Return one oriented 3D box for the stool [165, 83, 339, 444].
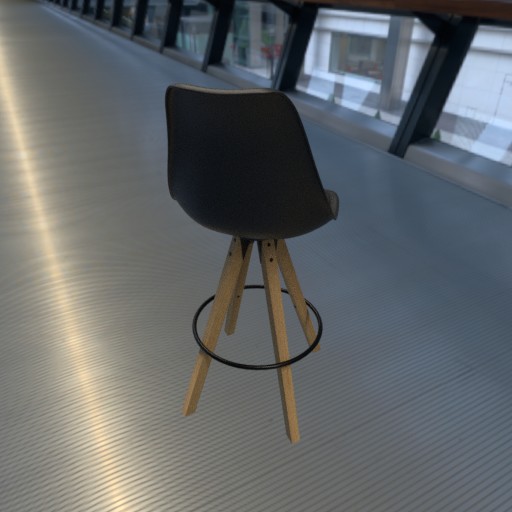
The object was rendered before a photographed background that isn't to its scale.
[{"bbox_3d":[0.000,0.000,1.409,0.485,1.115,0.550,9,32,14],"label":"stool"}]
